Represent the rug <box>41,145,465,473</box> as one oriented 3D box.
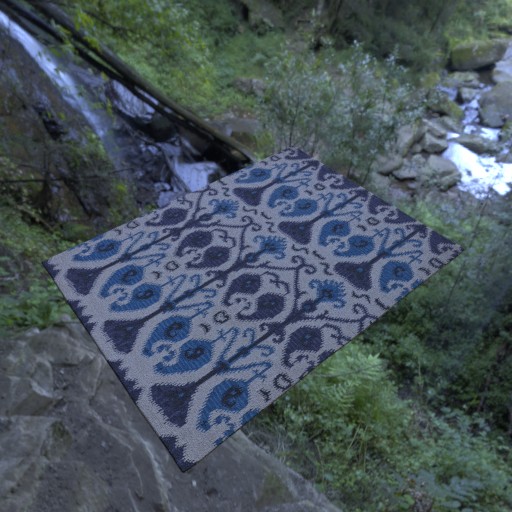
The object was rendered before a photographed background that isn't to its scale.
[{"bbox_3d":[0.000,0.000,4.209,3.228,0.024,2.443,-30,52,-27],"label":"rug"}]
